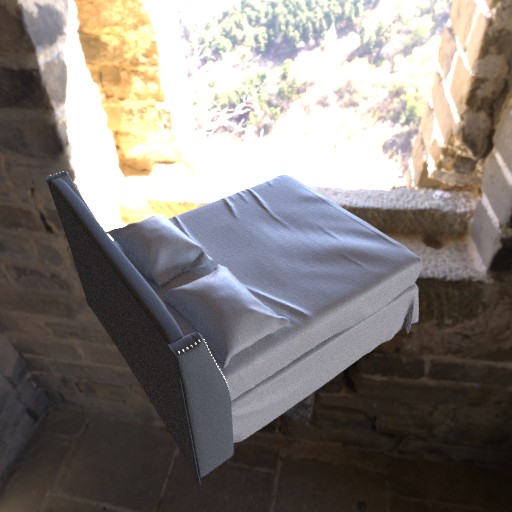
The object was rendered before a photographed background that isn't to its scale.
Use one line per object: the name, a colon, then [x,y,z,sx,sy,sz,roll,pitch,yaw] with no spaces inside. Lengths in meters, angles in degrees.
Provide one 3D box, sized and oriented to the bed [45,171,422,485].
bed: [0.000,0.000,3.410,2.276,1.332,1.925,-26,47,-27]
